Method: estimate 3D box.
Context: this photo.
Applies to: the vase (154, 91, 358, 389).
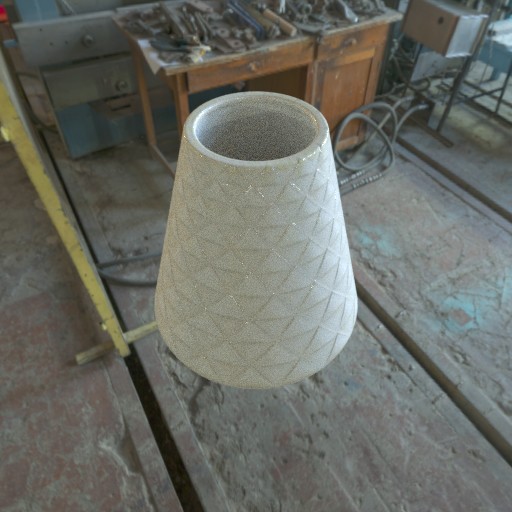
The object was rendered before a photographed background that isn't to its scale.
[{"bbox_3d":[0.000,0.000,0.351,0.175,0.230,0.175,0,47,0],"label":"vase"}]
